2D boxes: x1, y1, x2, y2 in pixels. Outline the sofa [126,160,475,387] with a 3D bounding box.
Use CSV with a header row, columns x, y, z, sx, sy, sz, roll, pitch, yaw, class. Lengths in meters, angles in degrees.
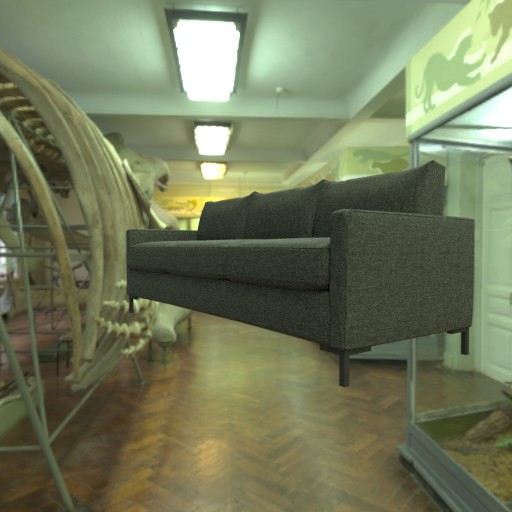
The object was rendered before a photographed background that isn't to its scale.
x,y,z,sx,sy,sz,roll,pitch,yaw,class
0.000,0.000,2.667,0.876,0.879,2.253,-1,2,-36,sofa
